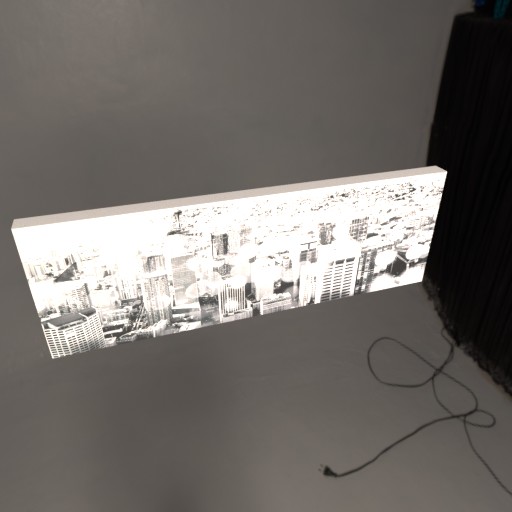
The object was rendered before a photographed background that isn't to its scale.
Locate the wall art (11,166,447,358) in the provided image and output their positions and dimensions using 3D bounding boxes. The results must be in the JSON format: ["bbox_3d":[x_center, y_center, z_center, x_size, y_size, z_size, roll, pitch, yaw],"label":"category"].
[{"bbox_3d":[0.000,0.000,0.829,0.763,0.255,0.038,-10,32,-16],"label":"wall art"}]
